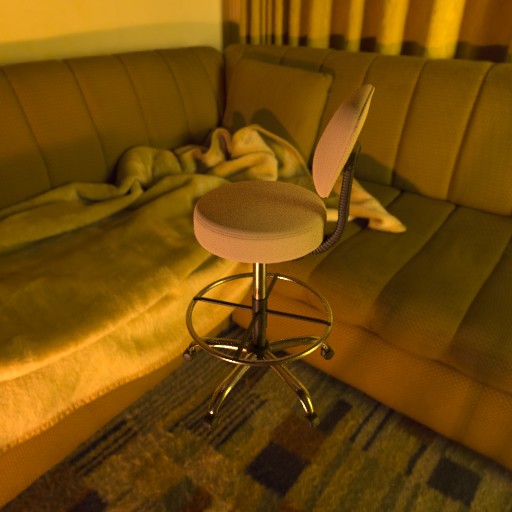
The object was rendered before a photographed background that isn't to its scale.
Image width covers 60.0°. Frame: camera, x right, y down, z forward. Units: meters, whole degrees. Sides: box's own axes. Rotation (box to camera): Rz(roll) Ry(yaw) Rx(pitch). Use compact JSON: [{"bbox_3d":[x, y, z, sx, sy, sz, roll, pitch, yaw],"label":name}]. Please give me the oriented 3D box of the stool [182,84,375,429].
[{"bbox_3d":[0.000,0.000,1.468,0.616,1.080,0.609,9,32,15],"label":"stool"}]
